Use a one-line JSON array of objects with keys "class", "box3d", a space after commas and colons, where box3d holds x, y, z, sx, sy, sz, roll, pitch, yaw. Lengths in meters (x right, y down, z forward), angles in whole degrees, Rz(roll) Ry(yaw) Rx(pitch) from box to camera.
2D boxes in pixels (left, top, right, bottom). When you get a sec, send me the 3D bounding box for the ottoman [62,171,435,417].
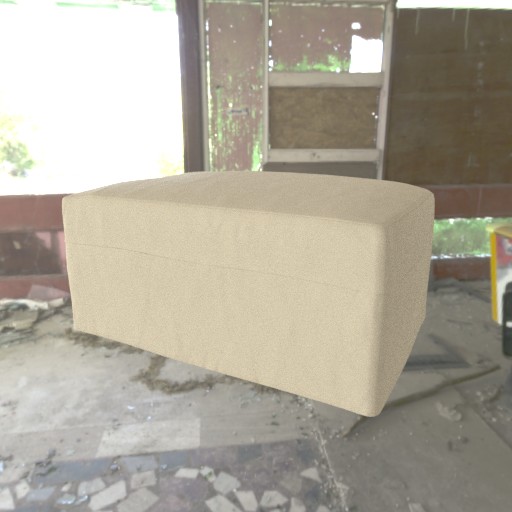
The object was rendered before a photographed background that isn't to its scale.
[{"class": "ottoman", "box3d": [0.000, 0.000, 1.235, 0.872, 0.444, 0.590, 8, 18, 28]}]
